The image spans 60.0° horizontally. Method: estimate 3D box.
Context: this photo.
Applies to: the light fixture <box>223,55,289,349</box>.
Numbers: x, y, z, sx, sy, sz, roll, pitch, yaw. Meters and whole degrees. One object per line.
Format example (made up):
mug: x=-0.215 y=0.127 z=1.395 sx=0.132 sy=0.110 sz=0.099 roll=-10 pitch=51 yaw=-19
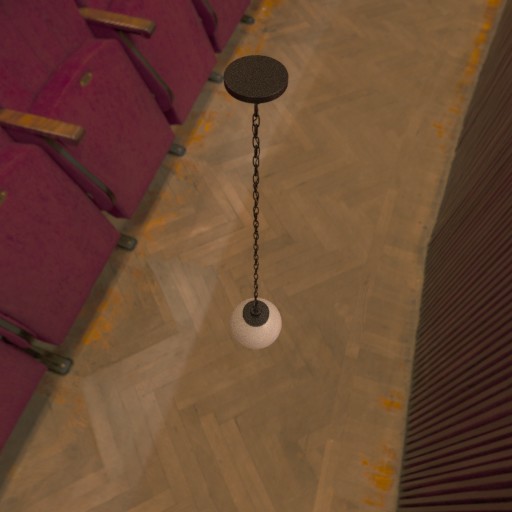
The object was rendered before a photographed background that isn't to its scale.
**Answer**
light fixture: x=0.000 y=0.000 z=1.971 sx=0.305 sy=1.867 sz=0.304 roll=15 pitch=61 yaw=9
